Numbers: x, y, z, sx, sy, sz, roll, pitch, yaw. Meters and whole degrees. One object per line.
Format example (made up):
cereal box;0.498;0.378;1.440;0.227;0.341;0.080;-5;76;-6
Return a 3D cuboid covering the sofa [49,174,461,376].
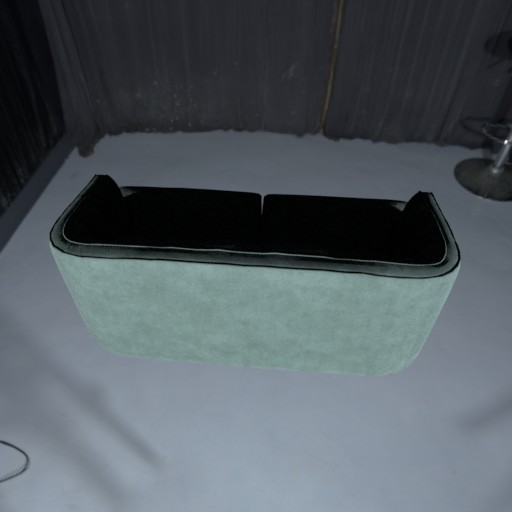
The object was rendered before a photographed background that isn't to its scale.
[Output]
sofa;0.000;0.000;2.253;1.733;0.855;0.941;4;46;3
